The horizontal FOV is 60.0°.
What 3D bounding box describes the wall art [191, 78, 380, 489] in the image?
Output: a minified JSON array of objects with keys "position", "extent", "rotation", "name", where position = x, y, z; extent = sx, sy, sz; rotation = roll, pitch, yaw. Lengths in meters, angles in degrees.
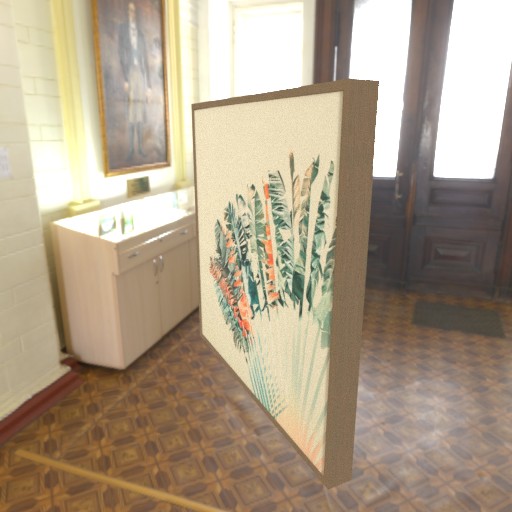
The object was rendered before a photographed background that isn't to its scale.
[{"position":[0.000,0.000,0.743],"extent":[0.038,0.506,0.508],"rotation":[-8,18,-25],"name":"wall art"}]
